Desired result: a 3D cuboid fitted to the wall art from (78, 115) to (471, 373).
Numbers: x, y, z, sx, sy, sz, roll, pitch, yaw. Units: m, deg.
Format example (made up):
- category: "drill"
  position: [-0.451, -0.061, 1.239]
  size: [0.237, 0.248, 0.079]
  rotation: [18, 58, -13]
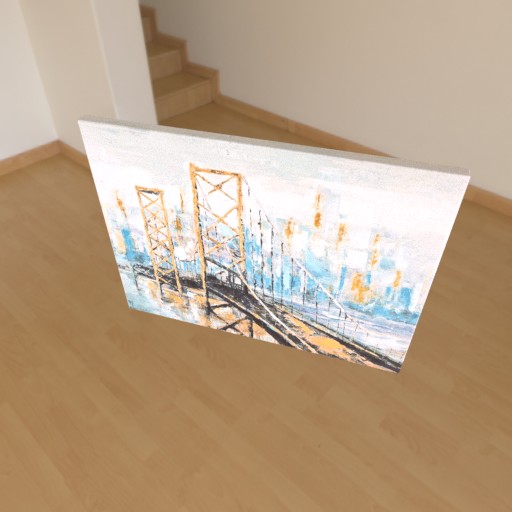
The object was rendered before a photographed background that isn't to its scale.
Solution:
- category: "wall art"
  position: [0.000, 0.000, 1.365]
  size: [1.016, 0.762, 0.038]
  rotation: [11, 42, 13]
